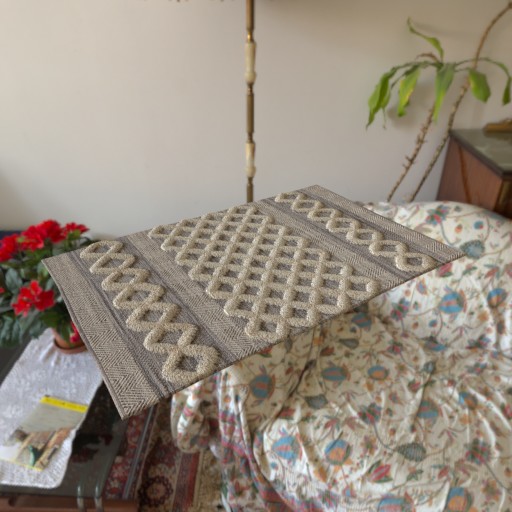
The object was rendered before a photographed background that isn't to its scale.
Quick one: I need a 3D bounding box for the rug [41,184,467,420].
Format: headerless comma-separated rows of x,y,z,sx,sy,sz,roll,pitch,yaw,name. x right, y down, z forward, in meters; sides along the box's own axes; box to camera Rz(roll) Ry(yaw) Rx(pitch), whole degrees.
0.000,0.000,2.882,2.333,0.033,1.513,-19,36,-29,rug
